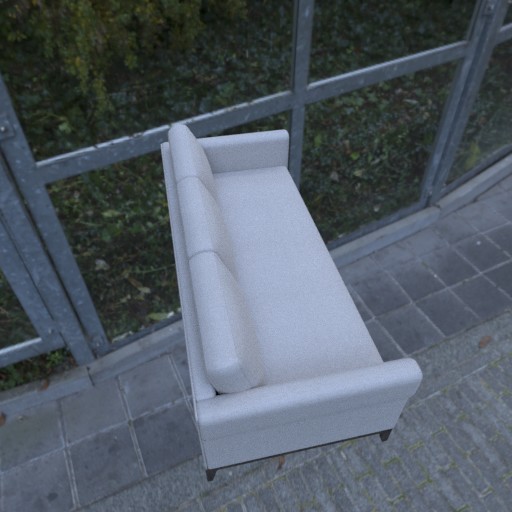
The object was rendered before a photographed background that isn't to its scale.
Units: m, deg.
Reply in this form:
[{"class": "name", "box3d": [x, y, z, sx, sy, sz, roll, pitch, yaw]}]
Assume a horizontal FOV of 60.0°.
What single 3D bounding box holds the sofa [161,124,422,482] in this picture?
[{"class": "sofa", "box3d": [0.000, 0.000, 2.711, 0.959, 0.838, 2.210, -9, 44, -9]}]
